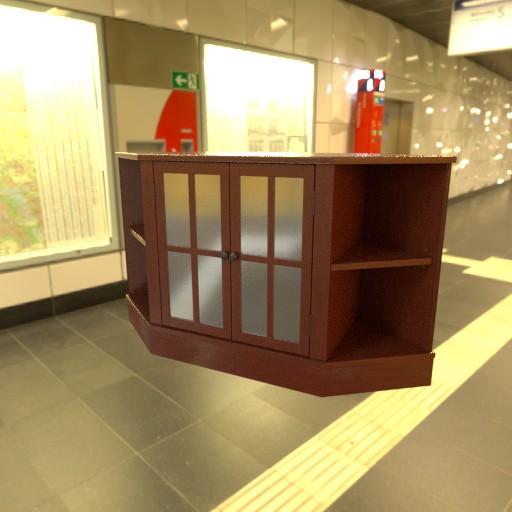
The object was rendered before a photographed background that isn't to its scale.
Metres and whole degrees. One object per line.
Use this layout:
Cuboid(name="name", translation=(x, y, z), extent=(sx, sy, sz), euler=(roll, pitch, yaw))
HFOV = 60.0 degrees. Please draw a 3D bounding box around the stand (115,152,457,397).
Cuboid(name="stand", translation=(0.000, 0.000, 1.365), extent=(1.072, 0.614, 0.381), euler=(7, 16, 25))
